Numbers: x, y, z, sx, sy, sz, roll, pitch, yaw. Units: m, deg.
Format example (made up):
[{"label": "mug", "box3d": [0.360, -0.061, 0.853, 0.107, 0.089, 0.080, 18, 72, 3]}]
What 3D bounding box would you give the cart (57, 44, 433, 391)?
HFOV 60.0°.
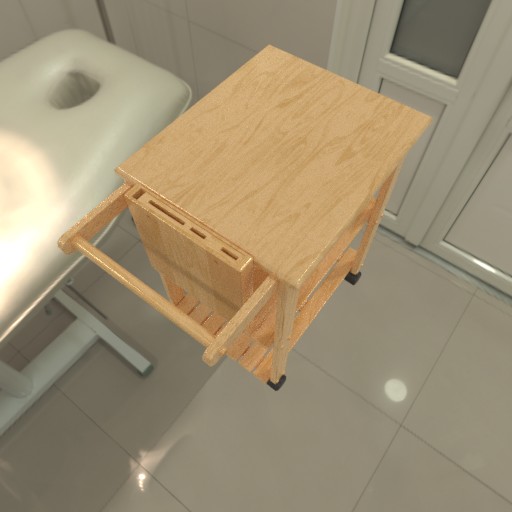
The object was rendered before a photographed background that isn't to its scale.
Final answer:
[{"label": "cart", "box3d": [0.000, 0.000, 1.375, 0.520, 0.816, 0.843, 33, 64, 19]}]
